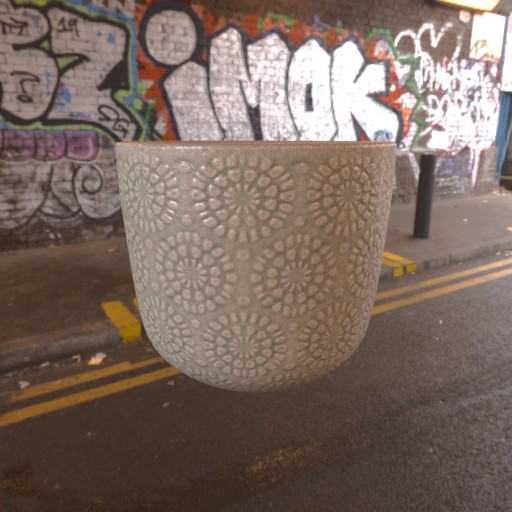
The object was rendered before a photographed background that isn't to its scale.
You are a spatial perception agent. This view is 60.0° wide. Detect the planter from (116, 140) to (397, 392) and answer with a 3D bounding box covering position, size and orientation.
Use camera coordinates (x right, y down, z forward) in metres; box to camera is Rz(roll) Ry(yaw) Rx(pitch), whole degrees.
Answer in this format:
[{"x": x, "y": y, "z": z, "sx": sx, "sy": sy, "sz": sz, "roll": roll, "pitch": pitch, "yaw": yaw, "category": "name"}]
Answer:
[{"x": 0.000, "y": 0.000, "z": 0.218, "sx": 0.124, "sy": 0.109, "sz": 0.124, "roll": 0, "pitch": 15, "yaw": 0, "category": "planter"}]
